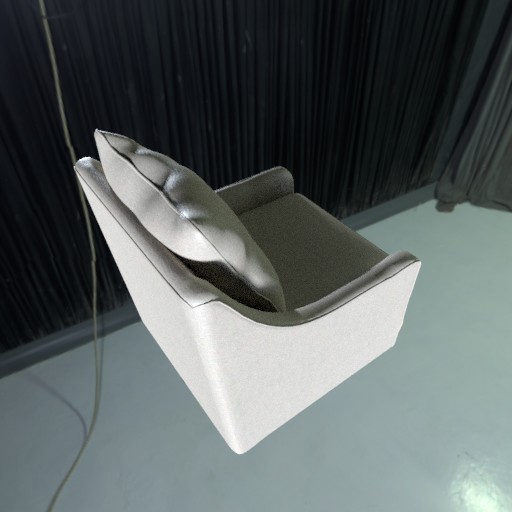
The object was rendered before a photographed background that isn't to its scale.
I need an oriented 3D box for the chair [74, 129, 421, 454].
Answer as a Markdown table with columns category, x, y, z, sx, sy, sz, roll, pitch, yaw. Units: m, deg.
| category | x | y | z | sx | sy | sz | roll | pitch | yaw |
| --- | --- | --- | --- | --- | --- | --- | --- | --- | --- |
| chair | 0.000 | 0.000 | 1.555 | 0.876 | 0.942 | 0.760 | -26 | 48 | -26 |
